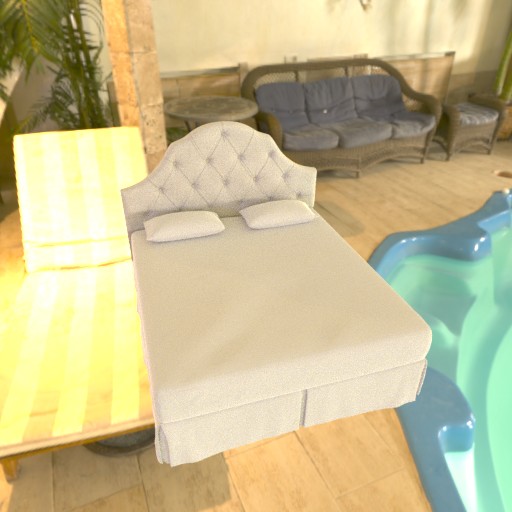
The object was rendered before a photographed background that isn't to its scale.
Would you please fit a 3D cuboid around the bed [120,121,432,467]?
[{"bbox_3d":[0.000,0.000,3.574,2.008,1.615,2.214,-9,32,-15],"label":"bed"}]
